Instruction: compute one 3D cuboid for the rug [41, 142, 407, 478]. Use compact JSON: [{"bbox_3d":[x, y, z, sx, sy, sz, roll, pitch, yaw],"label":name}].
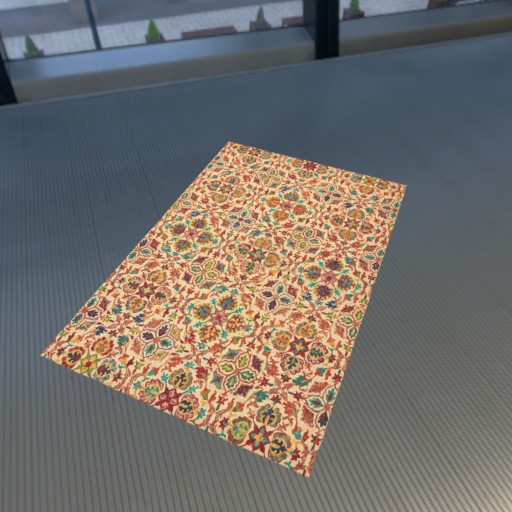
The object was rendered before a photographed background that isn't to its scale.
[{"bbox_3d":[0.000,0.000,2.321,1.226,0.013,1.838,18,49,16],"label":"rug"}]
